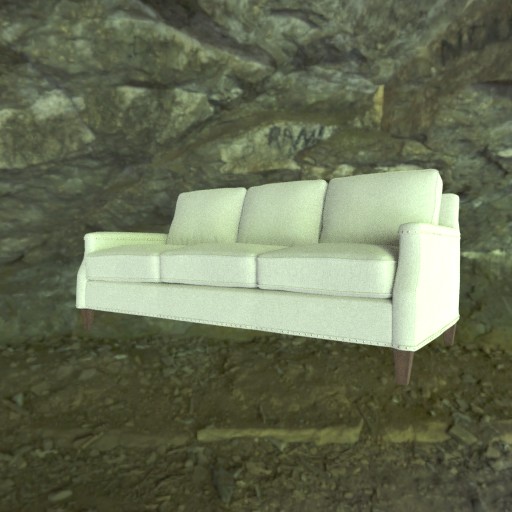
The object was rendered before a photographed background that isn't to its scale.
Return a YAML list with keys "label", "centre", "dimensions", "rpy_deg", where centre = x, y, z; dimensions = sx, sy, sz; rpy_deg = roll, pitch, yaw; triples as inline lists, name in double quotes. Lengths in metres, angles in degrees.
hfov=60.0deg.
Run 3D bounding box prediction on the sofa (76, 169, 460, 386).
- label: "sofa"
  centre: [0.000, 0.000, 2.779]
  dimensions: [2.246, 1.003, 1.084]
  rpy_deg: [1, 1, 35]
